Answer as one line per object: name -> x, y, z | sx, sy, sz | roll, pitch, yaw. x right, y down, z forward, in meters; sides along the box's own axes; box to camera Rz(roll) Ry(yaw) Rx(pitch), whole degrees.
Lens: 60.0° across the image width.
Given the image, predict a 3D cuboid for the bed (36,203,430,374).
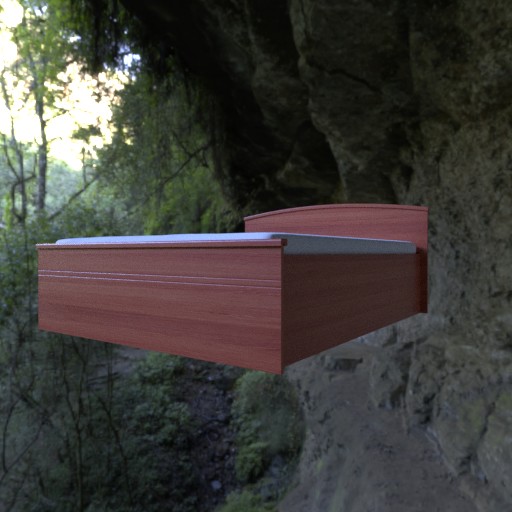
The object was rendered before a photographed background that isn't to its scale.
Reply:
bed -> 0.000, 0.000, 2.925 | 1.683, 0.848, 2.053 | 0, 1, 35
